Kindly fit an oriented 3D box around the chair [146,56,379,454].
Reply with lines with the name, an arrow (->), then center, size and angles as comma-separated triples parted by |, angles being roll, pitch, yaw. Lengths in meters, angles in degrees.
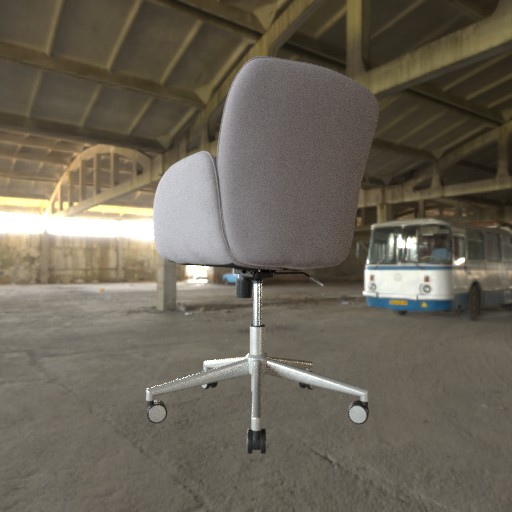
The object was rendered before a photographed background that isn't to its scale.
chair -> 0.000, 0.000, 1.389 | 0.648, 0.959, 0.654 | 1, -1, -35
